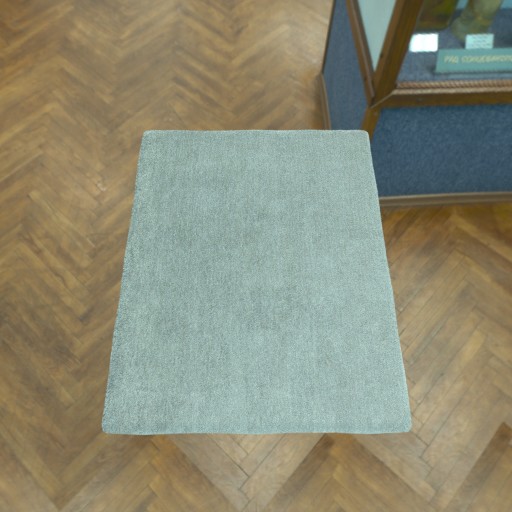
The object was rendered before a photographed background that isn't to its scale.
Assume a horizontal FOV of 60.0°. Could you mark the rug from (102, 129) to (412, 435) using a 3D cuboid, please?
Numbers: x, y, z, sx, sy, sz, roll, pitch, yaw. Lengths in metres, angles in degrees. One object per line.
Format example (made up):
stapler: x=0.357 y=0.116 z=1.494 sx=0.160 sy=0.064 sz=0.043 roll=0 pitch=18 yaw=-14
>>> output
rug: x=0.000 y=0.000 z=3.919 sx=2.332 sy=0.027 sz=2.933 roll=0 pitch=64 yaw=0
